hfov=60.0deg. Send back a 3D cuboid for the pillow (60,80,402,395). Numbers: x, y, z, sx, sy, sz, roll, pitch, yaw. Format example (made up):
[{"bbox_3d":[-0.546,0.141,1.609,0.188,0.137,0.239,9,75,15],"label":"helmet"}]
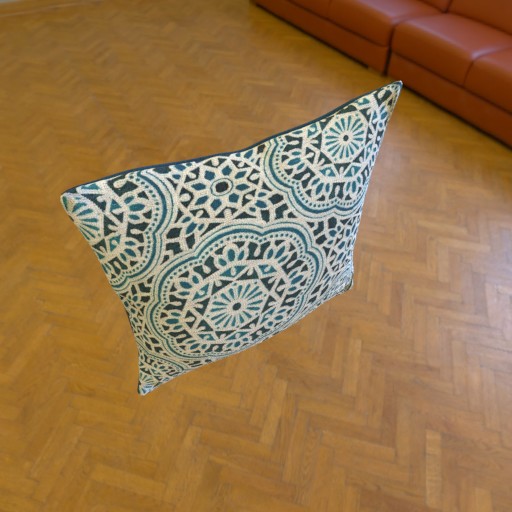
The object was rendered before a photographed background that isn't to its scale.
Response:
[{"bbox_3d":[0.000,0.000,0.642,0.440,0.420,0.145,-24,51,-21],"label":"pillow"}]
